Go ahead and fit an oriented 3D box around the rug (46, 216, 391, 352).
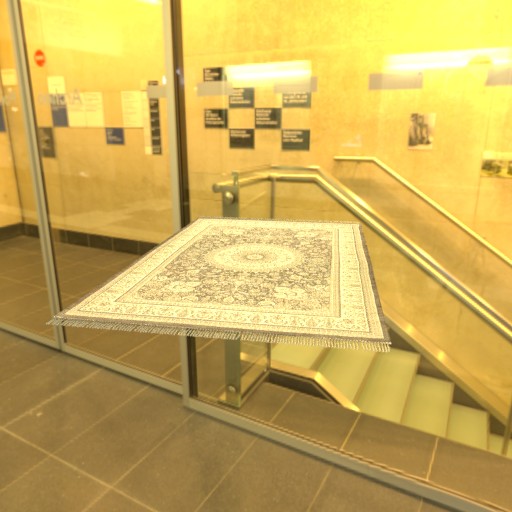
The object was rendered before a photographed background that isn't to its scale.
[{"bbox_3d":[0.000,0.000,4.242,2.143,0.015,3.422,3,17,9],"label":"rug"}]
